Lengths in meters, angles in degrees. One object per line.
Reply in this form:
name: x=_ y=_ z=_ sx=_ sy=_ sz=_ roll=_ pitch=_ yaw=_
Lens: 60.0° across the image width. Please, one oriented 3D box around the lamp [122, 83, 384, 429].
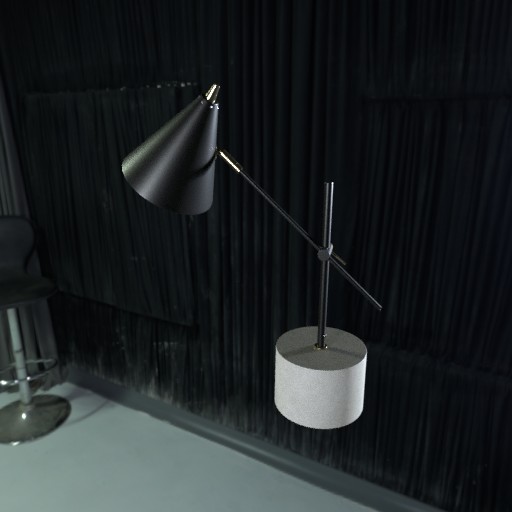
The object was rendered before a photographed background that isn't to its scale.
lamp: x=0.000 y=0.000 z=0.716 sx=0.403 sy=0.518 sz=0.214 roll=8 pitch=19 yaw=24
